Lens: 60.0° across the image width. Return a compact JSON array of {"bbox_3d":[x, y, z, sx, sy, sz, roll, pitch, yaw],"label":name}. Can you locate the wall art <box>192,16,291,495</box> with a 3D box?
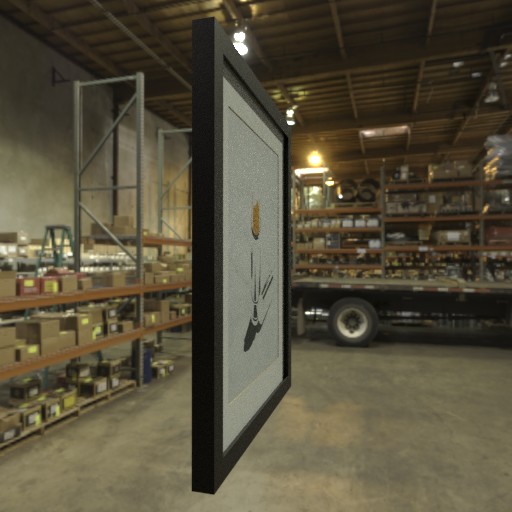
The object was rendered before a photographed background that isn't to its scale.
[{"bbox_3d":[0.000,0.000,0.741,0.029,0.559,0.457,0,0,16],"label":"wall art"}]
